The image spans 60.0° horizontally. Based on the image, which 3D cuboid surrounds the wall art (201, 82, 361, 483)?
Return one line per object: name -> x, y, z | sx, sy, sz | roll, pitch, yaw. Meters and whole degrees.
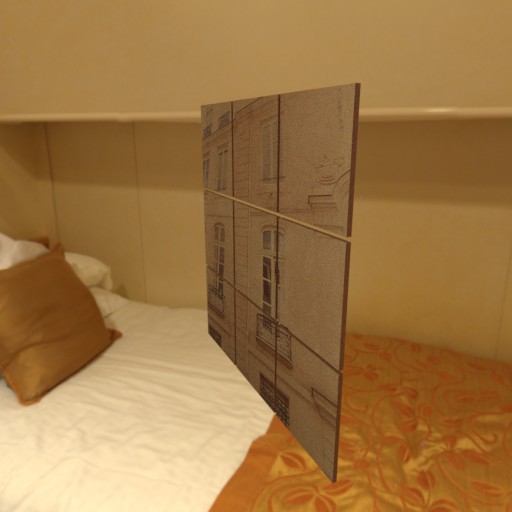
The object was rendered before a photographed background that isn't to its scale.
wall art -> 0.000, 0.000, 1.355 | 0.018, 0.913, 0.915 | -7, 18, -24
